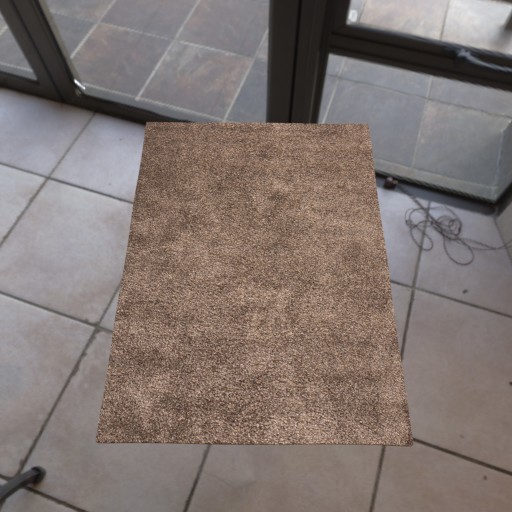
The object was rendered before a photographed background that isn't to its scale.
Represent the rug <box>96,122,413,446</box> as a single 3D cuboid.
[{"bbox_3d":[0.000,0.000,2.036,1.198,0.025,1.601,0,63,0],"label":"rug"}]
